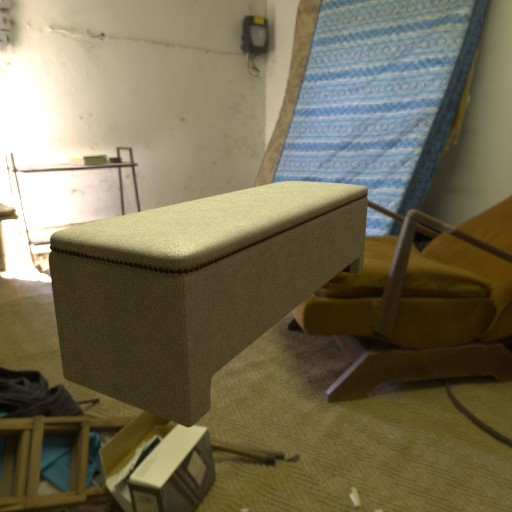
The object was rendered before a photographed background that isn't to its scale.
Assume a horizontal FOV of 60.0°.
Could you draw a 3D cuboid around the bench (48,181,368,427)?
[{"bbox_3d":[0.000,0.000,1.727,0.470,0.447,1.482,9,18,28],"label":"bench"}]
